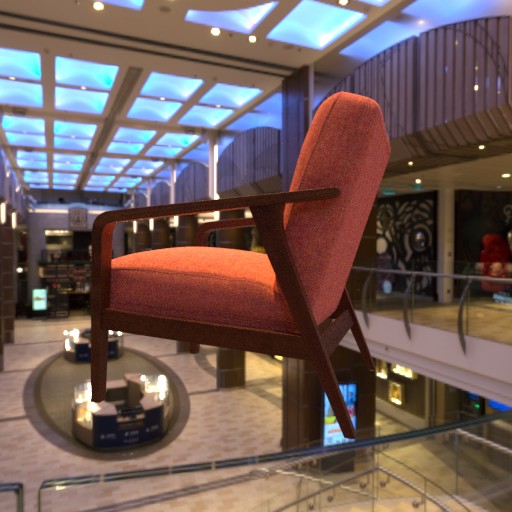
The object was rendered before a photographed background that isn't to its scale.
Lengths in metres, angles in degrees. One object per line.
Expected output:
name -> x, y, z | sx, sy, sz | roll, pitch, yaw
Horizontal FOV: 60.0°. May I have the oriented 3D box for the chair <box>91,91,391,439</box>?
chair -> 0.000, 0.000, 1.516 | 0.860, 0.890, 0.719 | 0, 1, 19
